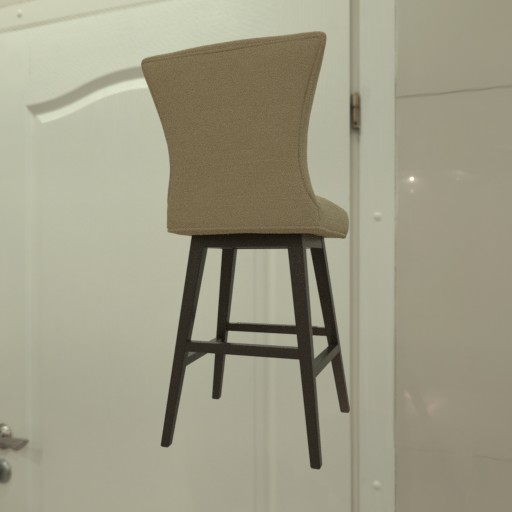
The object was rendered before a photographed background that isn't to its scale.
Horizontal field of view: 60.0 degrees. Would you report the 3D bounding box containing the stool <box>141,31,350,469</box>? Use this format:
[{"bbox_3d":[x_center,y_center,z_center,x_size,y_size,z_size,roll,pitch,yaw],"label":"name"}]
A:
[{"bbox_3d":[0.000,0.000,1.363,0.514,1.086,0.574,0,0,18],"label":"stool"}]
